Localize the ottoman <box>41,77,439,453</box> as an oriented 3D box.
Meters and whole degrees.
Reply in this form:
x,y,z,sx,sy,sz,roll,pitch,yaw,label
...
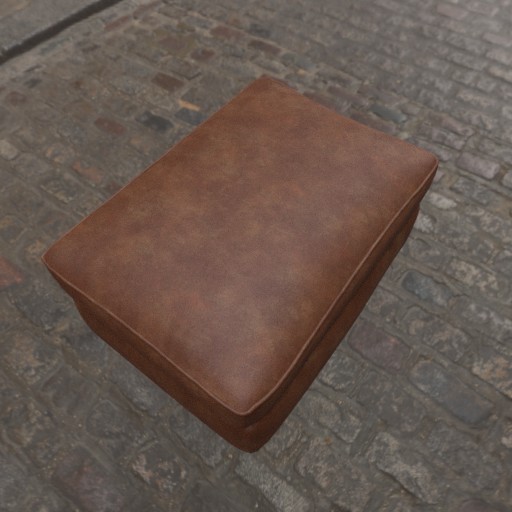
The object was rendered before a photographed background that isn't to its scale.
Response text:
x,y,z,sx,sy,sz,roll,pitch,yaw,label
0.000,0.000,0.971,0.501,0.418,0.665,32,62,19,ottoman
